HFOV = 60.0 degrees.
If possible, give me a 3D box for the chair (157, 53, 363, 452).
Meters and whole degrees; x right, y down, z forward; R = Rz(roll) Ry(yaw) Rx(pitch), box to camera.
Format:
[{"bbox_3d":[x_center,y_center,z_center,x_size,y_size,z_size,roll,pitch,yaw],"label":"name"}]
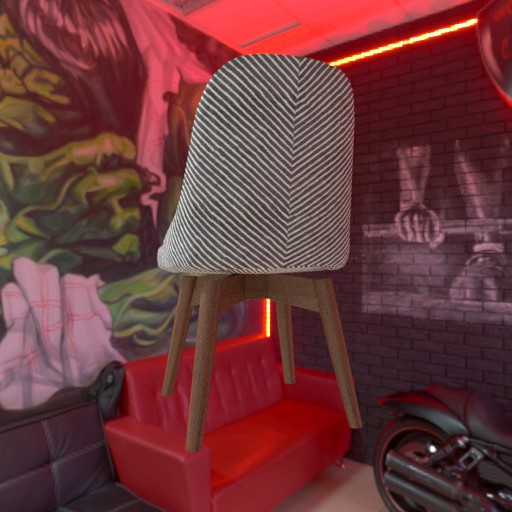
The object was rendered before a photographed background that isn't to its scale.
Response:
[{"bbox_3d":[0.000,0.000,1.252,0.504,0.883,0.591,0,0,-19],"label":"chair"}]
